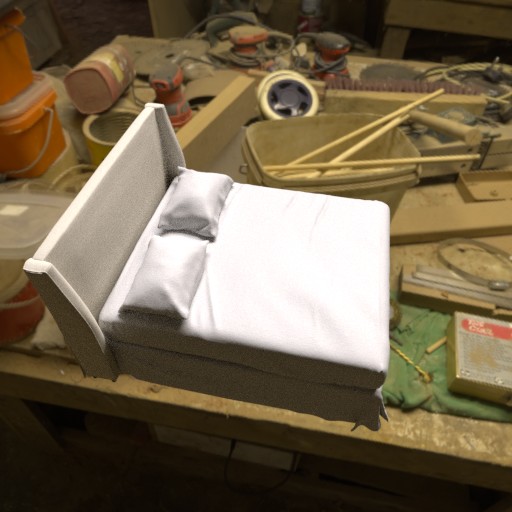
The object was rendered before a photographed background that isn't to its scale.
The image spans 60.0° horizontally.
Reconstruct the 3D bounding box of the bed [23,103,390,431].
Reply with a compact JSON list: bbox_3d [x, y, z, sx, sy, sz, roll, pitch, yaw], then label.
[{"bbox_3d":[0.000,0.000,3.392,2.276,1.332,1.925,9,48,8],"label":"bed"}]
